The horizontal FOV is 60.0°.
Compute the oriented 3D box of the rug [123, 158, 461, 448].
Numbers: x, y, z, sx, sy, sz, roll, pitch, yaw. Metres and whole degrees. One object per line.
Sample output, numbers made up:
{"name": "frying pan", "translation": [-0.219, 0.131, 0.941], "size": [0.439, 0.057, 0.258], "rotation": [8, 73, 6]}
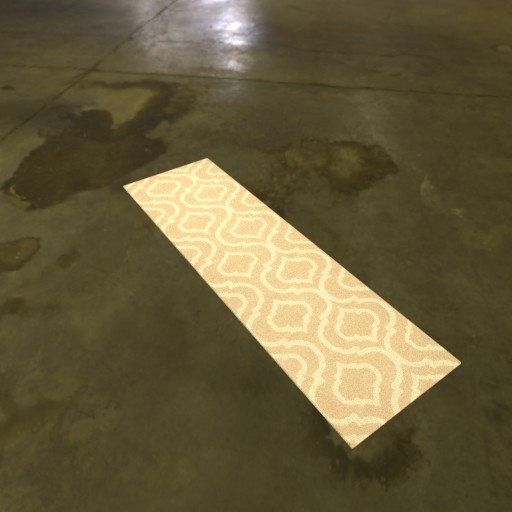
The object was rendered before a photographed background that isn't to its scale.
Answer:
{"name": "rug", "translation": [0.000, 0.000, 2.581], "size": [0.691, 0.013, 2.289], "rotation": [-25, 47, -25]}
